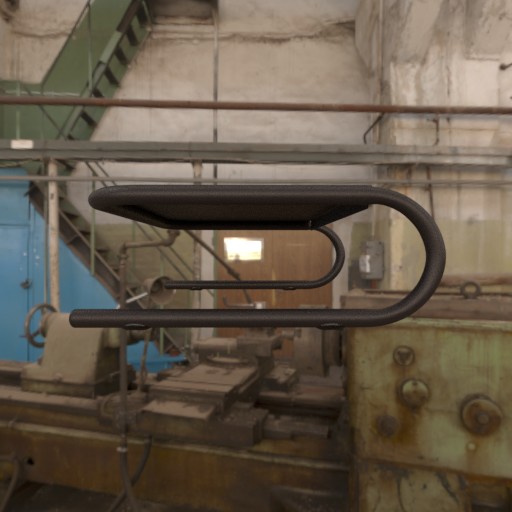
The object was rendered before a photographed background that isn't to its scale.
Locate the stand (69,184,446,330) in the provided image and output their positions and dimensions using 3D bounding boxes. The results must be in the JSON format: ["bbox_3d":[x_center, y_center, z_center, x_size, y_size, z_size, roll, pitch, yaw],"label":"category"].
[{"bbox_3d":[0.000,0.000,0.508,0.280,0.108,0.370,0,0,-1],"label":"stand"}]
